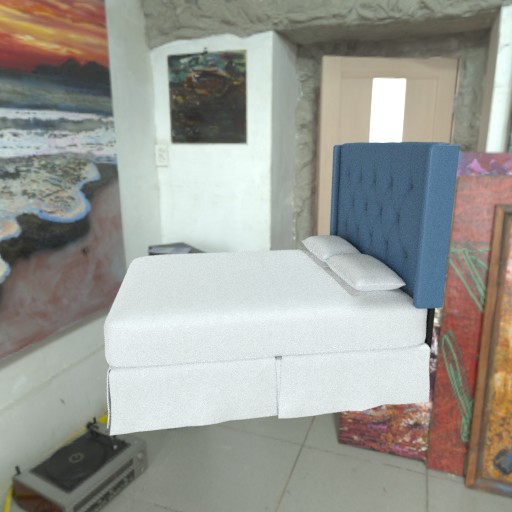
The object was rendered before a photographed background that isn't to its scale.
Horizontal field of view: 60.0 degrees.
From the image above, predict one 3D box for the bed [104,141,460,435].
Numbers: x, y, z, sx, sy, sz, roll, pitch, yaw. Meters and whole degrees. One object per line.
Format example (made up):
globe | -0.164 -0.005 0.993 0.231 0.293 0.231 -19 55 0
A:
bed | 0.000 0.000 3.341 2.078 1.665 1.719 -2 14 -9
